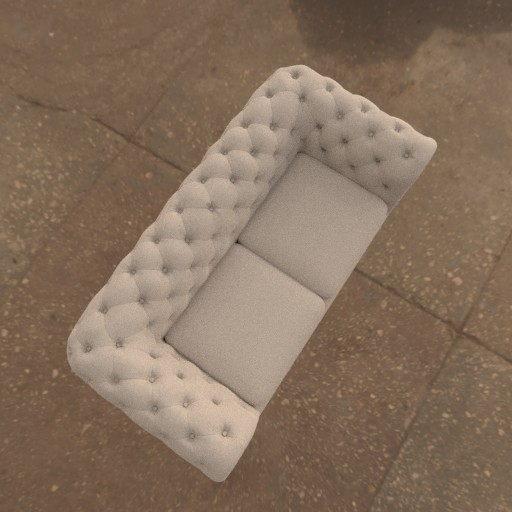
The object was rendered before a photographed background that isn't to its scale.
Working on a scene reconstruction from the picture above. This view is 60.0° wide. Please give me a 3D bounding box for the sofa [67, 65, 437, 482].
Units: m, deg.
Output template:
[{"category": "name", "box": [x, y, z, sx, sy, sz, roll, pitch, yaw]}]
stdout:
[{"category": "sofa", "box": [0.000, 0.000, 2.441, 0.986, 0.764, 1.998, 33, 78, 8]}]
